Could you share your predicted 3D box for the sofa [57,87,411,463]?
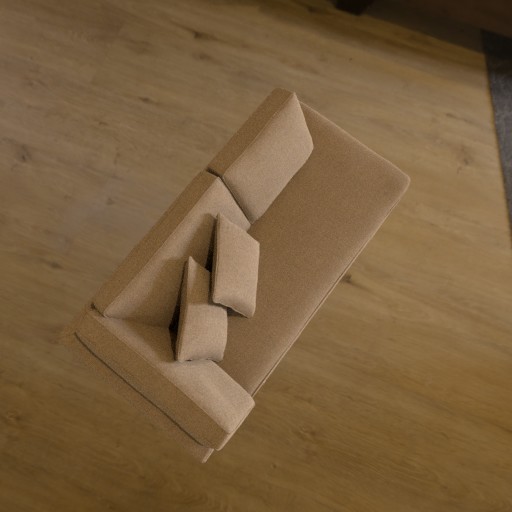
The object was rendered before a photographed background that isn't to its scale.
[{"bbox_3d":[0.000,0.000,2.882,1.110,1.019,2.238,37,78,9],"label":"sofa"}]
